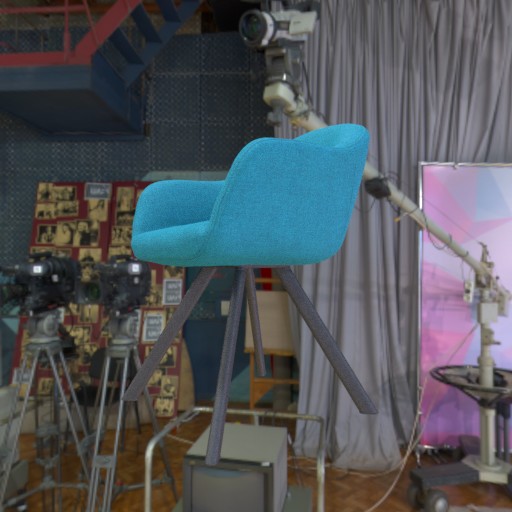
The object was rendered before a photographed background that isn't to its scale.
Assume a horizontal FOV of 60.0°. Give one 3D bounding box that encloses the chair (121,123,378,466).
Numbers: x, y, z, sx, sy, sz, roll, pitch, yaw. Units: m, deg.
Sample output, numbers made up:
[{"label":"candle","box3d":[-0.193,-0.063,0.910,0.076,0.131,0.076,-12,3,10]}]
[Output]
[{"label":"chair","box3d":[0.000,0.000,1.175,0.565,0.775,0.545,0,0,-36]}]
